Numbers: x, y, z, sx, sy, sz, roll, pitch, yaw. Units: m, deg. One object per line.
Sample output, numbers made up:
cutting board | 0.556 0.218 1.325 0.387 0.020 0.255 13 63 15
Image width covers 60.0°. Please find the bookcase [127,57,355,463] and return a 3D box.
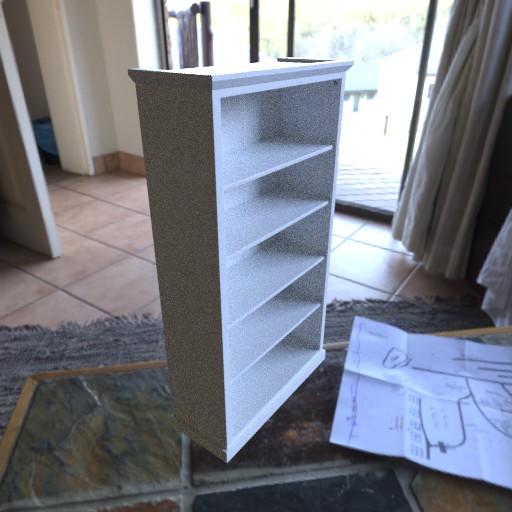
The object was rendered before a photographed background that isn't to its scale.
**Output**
bookcase | 0.000 0.000 2.361 0.432 1.880 1.050 19 32 32
